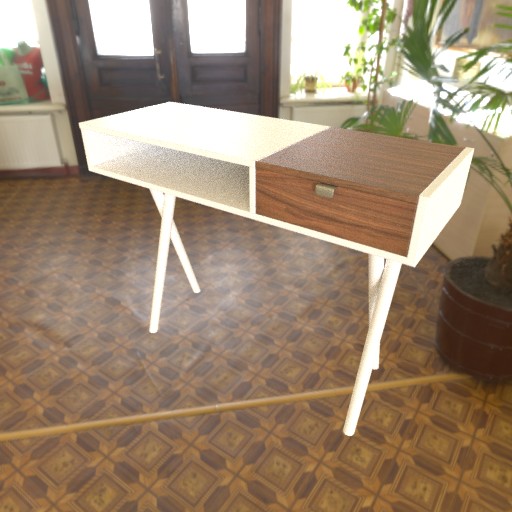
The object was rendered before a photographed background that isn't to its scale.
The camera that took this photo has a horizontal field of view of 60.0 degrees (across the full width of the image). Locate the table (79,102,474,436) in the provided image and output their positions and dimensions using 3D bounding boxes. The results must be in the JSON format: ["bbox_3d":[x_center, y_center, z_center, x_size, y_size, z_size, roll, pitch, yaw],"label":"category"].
[{"bbox_3d":[0.000,0.000,1.439,1.066,0.785,0.418,19,35,30],"label":"table"}]
